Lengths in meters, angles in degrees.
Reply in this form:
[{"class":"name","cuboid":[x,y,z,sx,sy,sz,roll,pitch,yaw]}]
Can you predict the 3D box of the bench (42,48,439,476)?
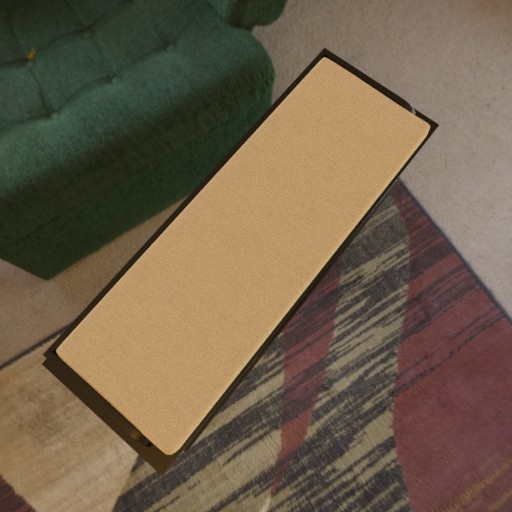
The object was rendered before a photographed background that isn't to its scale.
[{"class":"bench","cuboid":[0.000,0.000,1.377,0.402,0.501,1.185,38,77,10]}]
